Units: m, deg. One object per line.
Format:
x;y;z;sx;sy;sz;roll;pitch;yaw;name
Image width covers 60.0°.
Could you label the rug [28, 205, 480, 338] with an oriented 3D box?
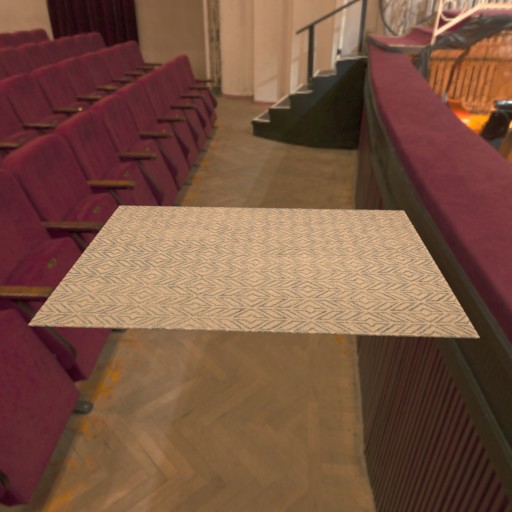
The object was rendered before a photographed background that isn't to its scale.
0.000;0.000;2.316;1.824;0.008;1.220;1;30;2;rug
